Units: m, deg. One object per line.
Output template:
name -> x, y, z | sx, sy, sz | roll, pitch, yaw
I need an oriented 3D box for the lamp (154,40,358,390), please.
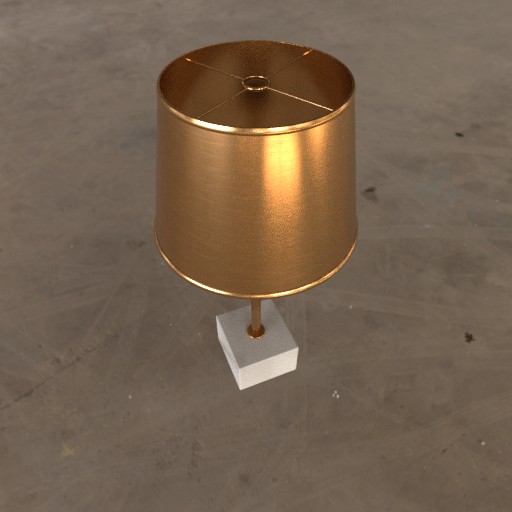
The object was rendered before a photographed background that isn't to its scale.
lamp -> 0.000, 0.000, 0.496 | 0.208, 0.406, 0.208 | 0, 46, 0
